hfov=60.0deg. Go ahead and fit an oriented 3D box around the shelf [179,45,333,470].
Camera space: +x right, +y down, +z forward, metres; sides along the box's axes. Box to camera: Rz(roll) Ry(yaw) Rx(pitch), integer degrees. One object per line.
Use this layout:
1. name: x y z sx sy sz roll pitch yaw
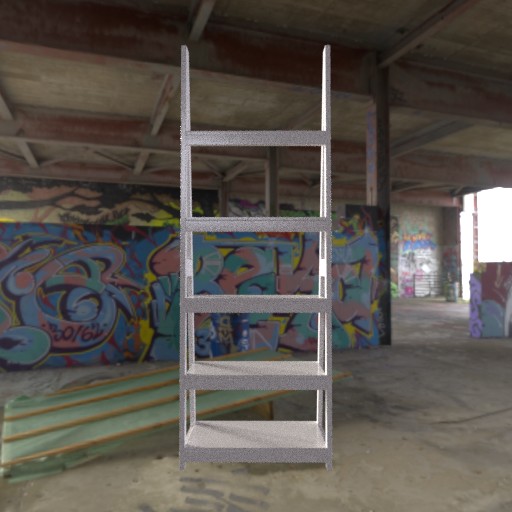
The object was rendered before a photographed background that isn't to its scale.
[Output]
1. shelf: 0.000 0.000 2.025 0.636 1.779 0.341 0 -2 0
